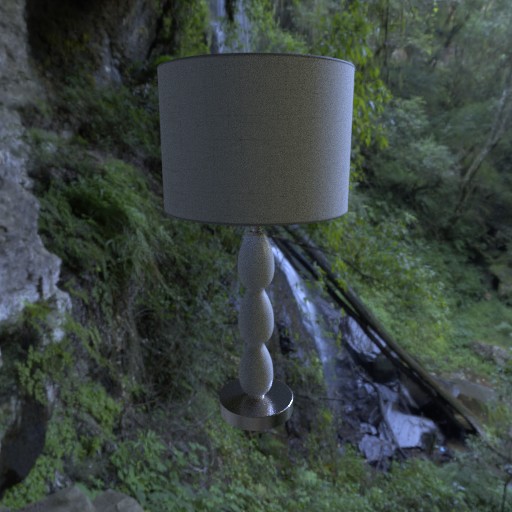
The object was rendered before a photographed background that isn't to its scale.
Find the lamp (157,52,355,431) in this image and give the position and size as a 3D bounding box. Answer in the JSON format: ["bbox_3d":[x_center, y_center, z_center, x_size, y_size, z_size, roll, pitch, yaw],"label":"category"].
[{"bbox_3d":[0.000,0.000,0.715,0.282,0.559,0.280,-2,15,-8],"label":"lamp"}]
